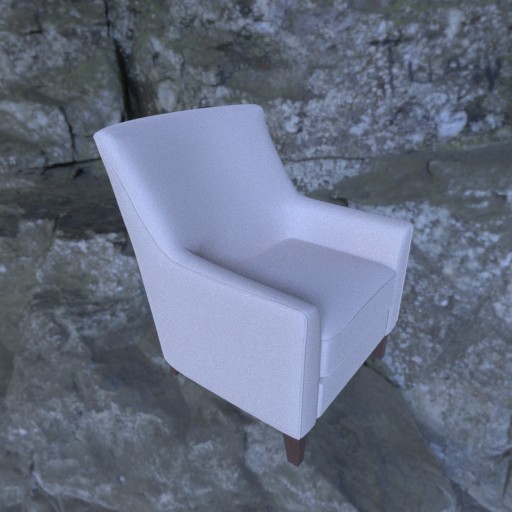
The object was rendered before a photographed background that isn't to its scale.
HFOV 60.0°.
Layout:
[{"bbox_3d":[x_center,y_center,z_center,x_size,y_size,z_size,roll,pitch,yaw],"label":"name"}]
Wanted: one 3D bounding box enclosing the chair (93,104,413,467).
[{"bbox_3d":[0.000,0.000,1.576,0.879,0.916,0.756,19,32,33],"label":"chair"}]
